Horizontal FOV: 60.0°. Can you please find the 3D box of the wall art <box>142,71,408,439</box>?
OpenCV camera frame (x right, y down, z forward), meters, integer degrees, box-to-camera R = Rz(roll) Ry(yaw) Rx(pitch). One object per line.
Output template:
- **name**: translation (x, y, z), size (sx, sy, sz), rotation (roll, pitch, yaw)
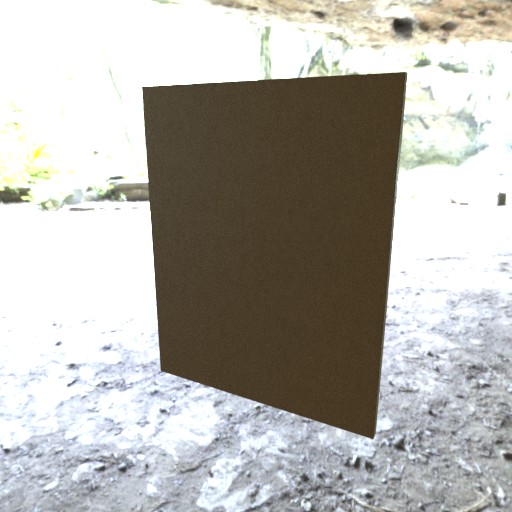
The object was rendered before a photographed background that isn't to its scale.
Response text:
- **wall art**: translation (0.000, 0.000, 1.355), size (0.798, 1.002, 0.030), rotation (9, 18, 27)
